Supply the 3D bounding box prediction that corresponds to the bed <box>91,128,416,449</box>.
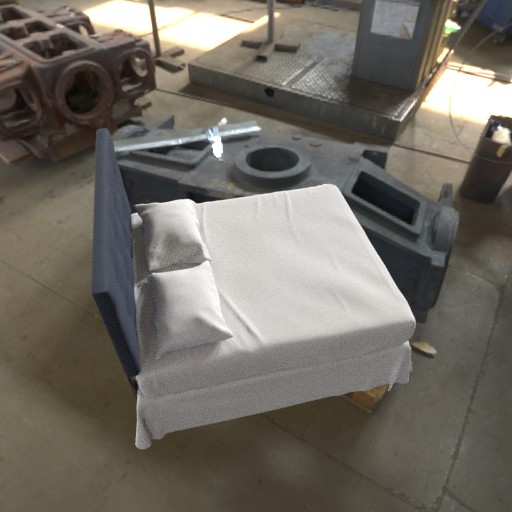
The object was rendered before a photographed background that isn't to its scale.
[{"bbox_3d":[0.000,0.000,3.451,2.222,1.577,1.936,-10,47,-9],"label":"bed"}]
